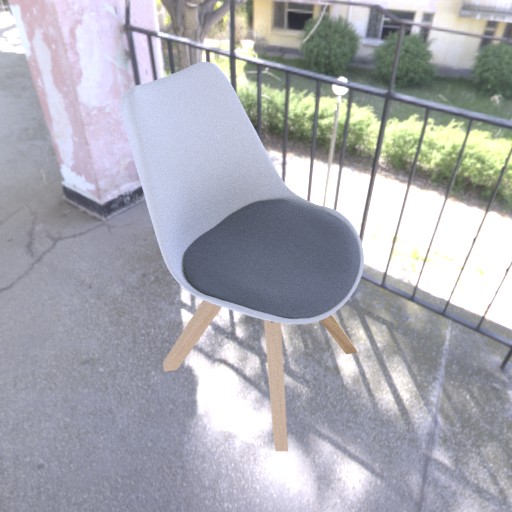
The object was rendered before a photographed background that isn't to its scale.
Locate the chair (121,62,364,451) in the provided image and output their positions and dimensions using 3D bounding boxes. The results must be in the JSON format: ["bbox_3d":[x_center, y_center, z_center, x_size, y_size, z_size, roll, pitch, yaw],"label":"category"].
[{"bbox_3d":[0.000,0.000,1.185,0.550,0.850,0.485,26,46,27],"label":"chair"}]
